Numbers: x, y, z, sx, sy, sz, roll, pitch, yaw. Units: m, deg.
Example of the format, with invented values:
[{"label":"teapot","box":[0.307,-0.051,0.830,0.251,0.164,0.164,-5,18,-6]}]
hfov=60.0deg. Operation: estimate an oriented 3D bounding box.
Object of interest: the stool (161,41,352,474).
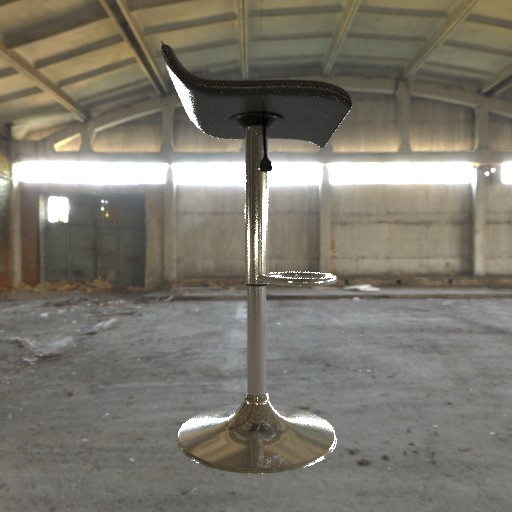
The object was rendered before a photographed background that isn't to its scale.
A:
[{"label":"stool","box":[0.000,0.000,1.056,0.381,0.851,0.381,0,1,-1]}]
